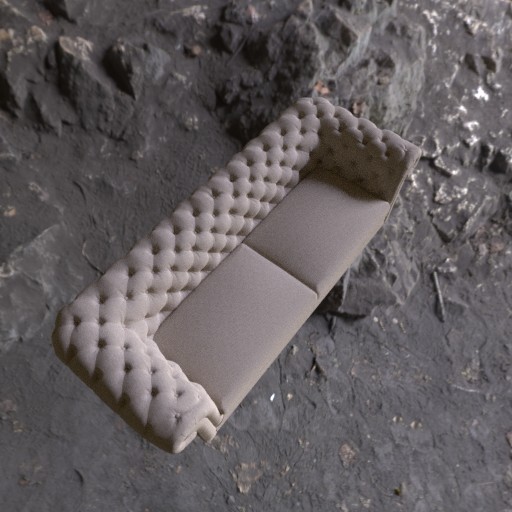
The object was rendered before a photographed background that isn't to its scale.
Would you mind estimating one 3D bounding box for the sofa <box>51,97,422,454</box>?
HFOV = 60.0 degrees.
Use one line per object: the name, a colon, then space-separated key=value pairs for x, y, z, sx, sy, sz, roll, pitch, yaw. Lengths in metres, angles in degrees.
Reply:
sofa: x=0.000 y=0.000 z=3.151 sx=1.076 sy=0.847 sz=2.694 roll=34 pitch=65 yaw=19
